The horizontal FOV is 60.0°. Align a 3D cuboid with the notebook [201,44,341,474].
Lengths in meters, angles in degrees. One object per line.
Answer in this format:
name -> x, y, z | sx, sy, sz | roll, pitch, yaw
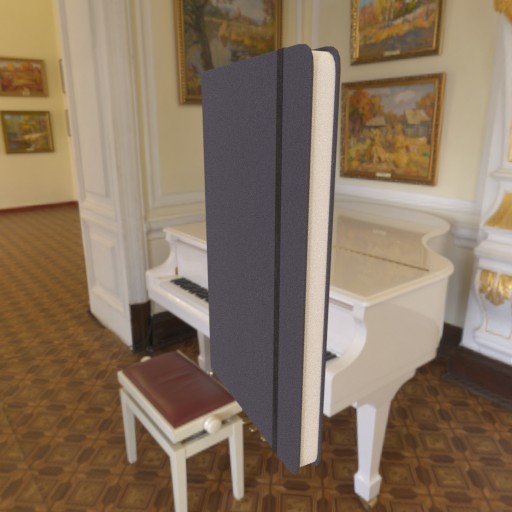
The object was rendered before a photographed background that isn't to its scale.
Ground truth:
notebook -> 0.000, 0.000, 0.261 | 0.016, 0.213, 0.127 | -8, 18, -25
